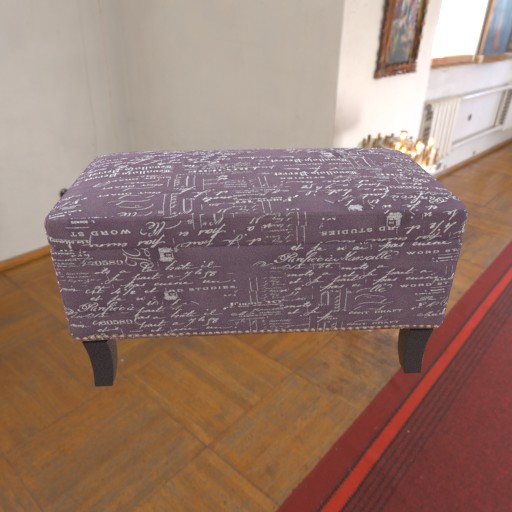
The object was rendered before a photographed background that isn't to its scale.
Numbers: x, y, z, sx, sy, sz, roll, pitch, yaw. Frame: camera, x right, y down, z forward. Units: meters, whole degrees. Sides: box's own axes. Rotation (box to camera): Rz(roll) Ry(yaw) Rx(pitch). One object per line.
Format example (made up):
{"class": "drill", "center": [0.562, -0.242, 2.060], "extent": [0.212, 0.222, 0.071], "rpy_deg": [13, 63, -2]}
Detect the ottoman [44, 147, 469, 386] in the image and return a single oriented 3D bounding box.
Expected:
{"class": "ottoman", "center": [0.000, 0.000, 1.085], "extent": [0.813, 0.457, 0.406], "rpy_deg": [-2, 30, -3]}
